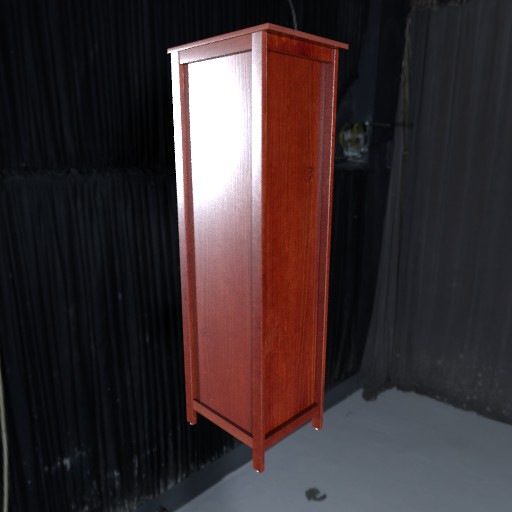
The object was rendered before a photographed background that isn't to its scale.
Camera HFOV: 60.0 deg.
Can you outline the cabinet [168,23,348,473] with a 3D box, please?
[{"bbox_3d":[0.000,0.000,1.744,0.401,1.518,0.500,-14,20,-43],"label":"cabinet"}]
